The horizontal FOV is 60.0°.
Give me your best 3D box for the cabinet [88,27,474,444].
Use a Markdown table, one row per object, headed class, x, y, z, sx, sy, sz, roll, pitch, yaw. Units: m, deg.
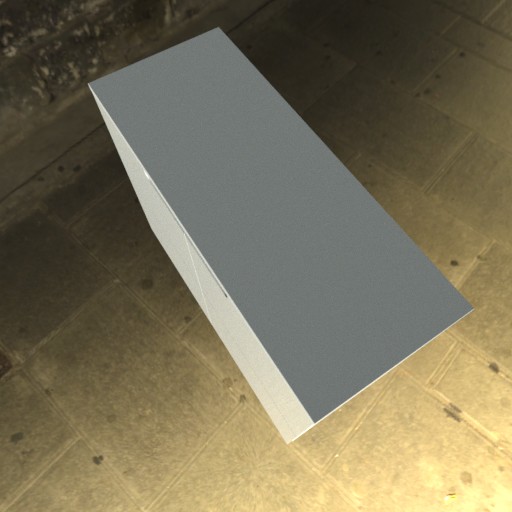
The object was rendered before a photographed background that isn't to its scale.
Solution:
| class | x | y | z | sx | sy | sz | roll | pitch | yaw |
| --- | --- | --- | --- | --- | --- | --- | --- | --- | --- |
| cabinet | 0.000 | 0.000 | 1.387 | 0.400 | 0.800 | 1.000 | -30 | 68 | -14 |
